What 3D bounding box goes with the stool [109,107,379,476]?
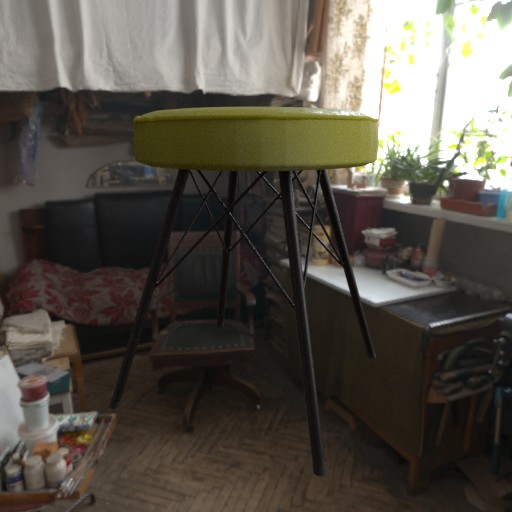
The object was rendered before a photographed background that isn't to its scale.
[{"bbox_3d":[0.000,0.000,0.818,0.409,0.508,0.409,7,17,24],"label":"stool"}]
